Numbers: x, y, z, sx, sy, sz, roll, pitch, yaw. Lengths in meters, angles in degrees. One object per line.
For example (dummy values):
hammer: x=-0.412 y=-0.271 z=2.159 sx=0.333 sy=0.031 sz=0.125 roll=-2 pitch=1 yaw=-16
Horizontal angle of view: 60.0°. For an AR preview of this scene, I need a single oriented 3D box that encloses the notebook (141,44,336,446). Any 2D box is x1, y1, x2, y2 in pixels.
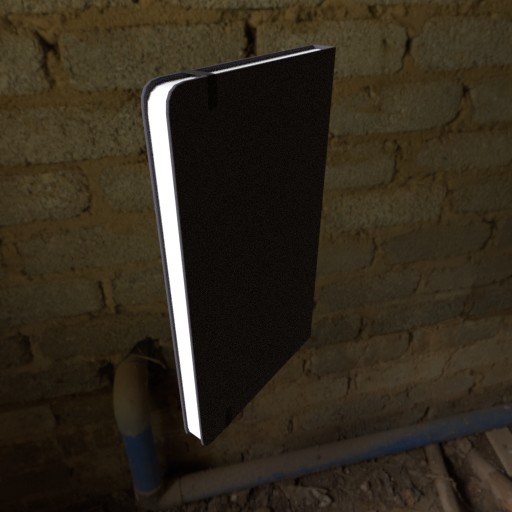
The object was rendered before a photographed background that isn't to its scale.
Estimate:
notebook: x=0.000 y=0.000 z=0.260 sx=0.016 sy=0.213 sz=0.127 roll=22 pitch=38 yaw=30
